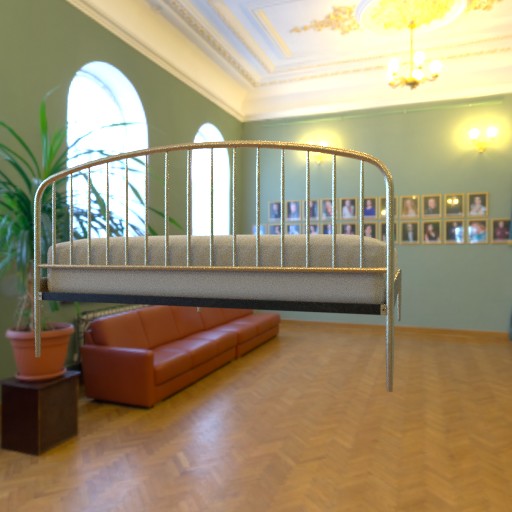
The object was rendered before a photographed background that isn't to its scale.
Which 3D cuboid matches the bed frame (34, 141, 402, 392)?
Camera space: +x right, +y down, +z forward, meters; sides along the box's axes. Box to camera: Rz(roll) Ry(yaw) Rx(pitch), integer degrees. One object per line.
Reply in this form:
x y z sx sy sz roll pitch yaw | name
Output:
0.000 0.000 3.279 2.016 1.174 2.152 0 0 19 | bed frame
